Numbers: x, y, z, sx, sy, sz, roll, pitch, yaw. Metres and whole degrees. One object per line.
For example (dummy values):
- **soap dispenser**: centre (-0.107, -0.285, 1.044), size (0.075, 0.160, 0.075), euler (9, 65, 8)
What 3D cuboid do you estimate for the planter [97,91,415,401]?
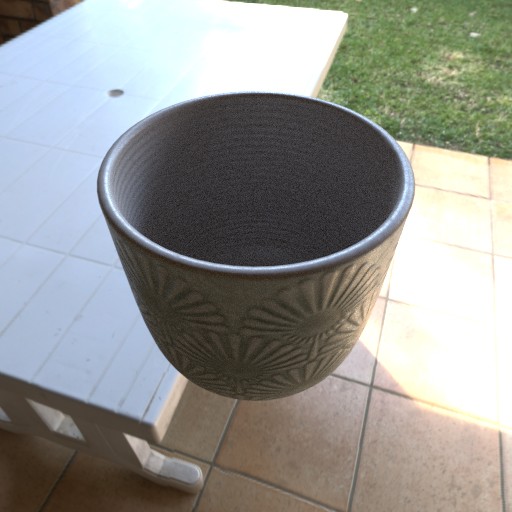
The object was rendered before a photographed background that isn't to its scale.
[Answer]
- **planter**: centre (0.000, 0.000, 0.215), size (0.124, 0.109, 0.124), euler (0, 46, 0)
